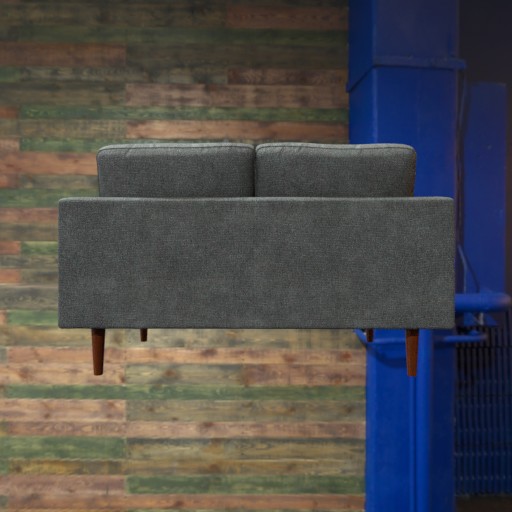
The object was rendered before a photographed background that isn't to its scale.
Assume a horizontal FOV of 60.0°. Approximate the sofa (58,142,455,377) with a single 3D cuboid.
[{"bbox_3d":[0.000,0.000,2.157,1.582,0.956,0.903,0,0,1],"label":"sofa"}]
